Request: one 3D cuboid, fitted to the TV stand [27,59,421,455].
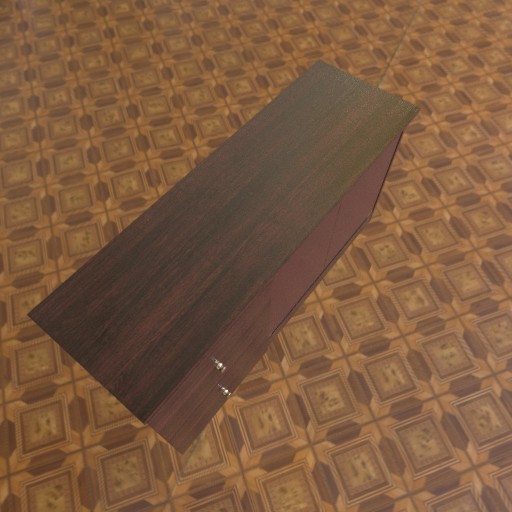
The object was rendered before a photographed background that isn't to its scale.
[{"bbox_3d":[0.000,0.000,1.459,0.404,0.614,1.192,34,65,19],"label":"TV stand"}]
